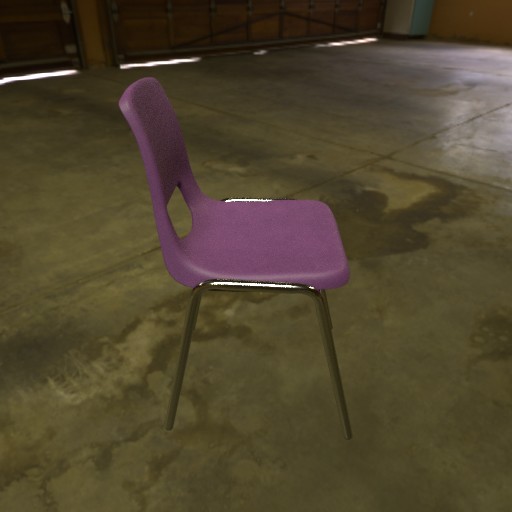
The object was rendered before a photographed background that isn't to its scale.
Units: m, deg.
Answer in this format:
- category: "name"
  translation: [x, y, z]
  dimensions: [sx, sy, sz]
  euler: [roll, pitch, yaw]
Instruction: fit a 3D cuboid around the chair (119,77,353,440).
- category: "chair"
  translation: [0.000, 0.000, 0.950]
  dimensions: [0.432, 0.704, 0.381]
  euler: [1, 31, 1]
